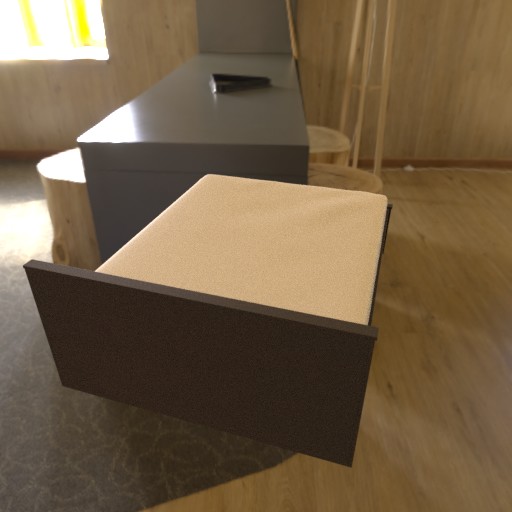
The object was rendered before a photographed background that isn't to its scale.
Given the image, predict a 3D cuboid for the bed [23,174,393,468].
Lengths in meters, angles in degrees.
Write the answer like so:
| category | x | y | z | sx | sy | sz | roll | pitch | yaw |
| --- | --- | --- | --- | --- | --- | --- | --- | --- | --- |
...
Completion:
| category | x | y | z | sx | sy | sz | roll | pitch | yaw |
| --- | --- | --- | --- | --- | --- | --- | --- | --- | --- |
| bed | 0.000 | 0.000 | 2.939 | 1.634 | 0.808 | 2.103 | 10 | 33 | 15 |
